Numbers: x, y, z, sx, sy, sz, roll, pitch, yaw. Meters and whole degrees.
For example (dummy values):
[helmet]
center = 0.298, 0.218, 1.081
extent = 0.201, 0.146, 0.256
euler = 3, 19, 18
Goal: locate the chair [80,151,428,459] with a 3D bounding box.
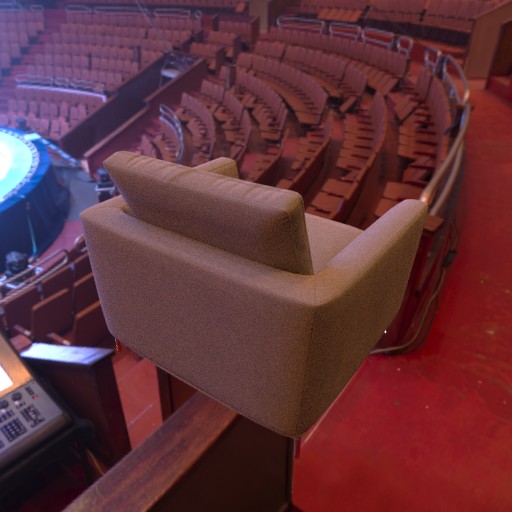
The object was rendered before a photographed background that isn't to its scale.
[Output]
[chair]
center = 0.000, 0.000, 1.739
extent = 1.041, 0.864, 0.889
euler = 19, 35, 31
